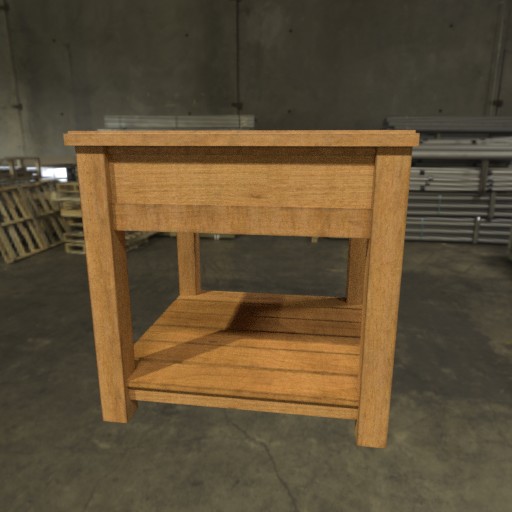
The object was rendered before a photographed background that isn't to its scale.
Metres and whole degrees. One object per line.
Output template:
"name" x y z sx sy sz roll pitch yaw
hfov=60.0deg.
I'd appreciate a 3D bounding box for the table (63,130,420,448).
"table" 0.000 0.000 1.108 0.612 0.593 0.616 2 15 8
